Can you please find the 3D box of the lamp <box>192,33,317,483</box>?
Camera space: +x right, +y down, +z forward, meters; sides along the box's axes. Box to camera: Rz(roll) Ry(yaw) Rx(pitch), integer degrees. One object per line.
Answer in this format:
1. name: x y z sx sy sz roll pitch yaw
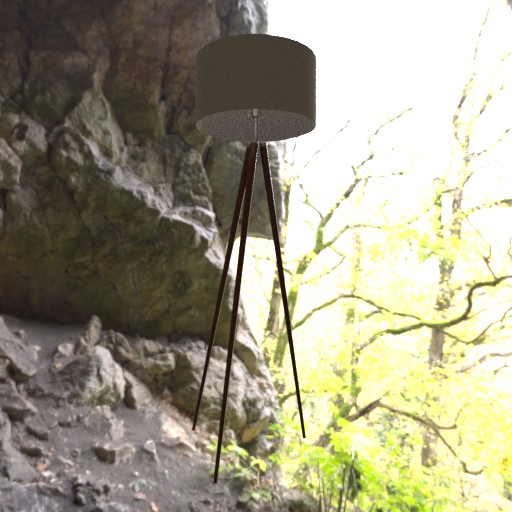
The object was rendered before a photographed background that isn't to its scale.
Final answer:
1. lamp: 0.000 0.000 1.794 0.483 1.553 0.483 0 1 -17
